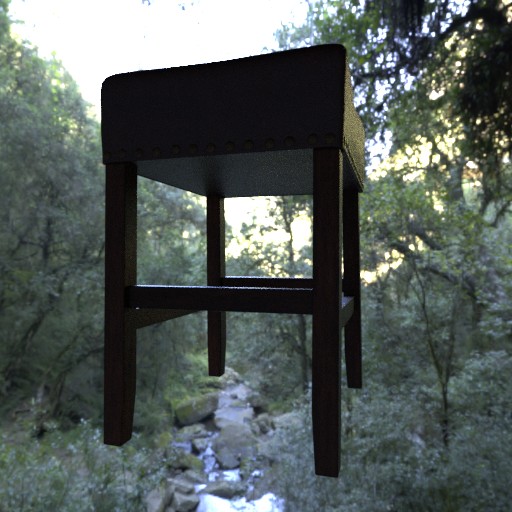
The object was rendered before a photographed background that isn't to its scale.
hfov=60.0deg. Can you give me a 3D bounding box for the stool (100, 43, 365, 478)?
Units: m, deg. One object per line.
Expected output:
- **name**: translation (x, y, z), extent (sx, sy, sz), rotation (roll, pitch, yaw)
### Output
- **stool**: translation (0.000, 0.000, 0.877), extent (0.397, 0.608, 0.465), rotation (0, 0, 17)
